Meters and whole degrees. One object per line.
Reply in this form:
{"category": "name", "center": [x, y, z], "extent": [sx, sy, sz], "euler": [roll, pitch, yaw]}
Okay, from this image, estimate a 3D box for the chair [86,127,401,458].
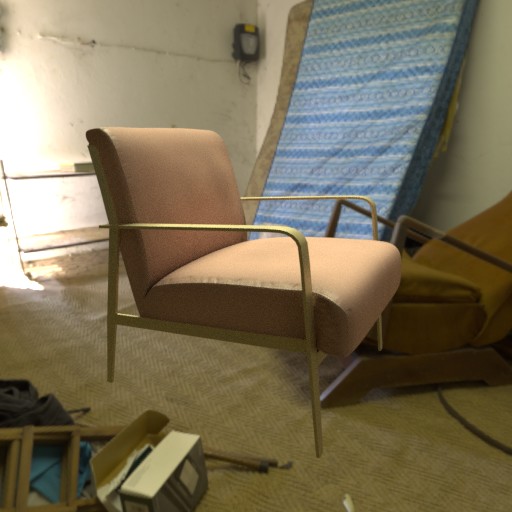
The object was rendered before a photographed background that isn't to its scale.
{"category": "chair", "center": [0.000, 0.000, 1.469], "extent": [0.848, 0.823, 0.701], "euler": [8, 17, 27]}
